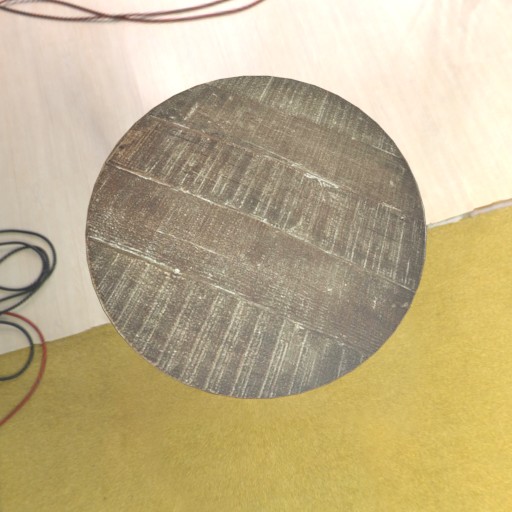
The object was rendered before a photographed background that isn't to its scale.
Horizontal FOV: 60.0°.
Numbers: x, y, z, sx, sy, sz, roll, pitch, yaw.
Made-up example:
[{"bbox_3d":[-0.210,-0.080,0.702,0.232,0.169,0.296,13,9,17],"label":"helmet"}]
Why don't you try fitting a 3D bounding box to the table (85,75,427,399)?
[{"bbox_3d":[0.000,0.000,0.937,0.557,0.437,0.557,0,75,0],"label":"table"}]
